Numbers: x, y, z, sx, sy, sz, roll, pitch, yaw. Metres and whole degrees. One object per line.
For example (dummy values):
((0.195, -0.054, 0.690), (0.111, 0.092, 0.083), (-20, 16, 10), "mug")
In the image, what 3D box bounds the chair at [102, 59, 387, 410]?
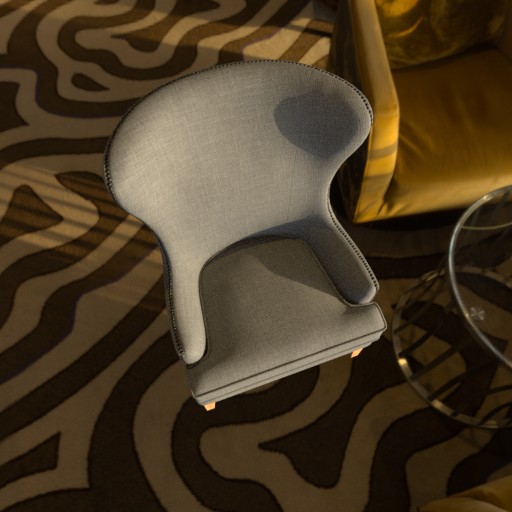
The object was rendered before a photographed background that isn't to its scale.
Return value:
((0.000, 0.000, 1.803), (0.864, 1.176, 0.883), (-18, 64, -9), "chair")
